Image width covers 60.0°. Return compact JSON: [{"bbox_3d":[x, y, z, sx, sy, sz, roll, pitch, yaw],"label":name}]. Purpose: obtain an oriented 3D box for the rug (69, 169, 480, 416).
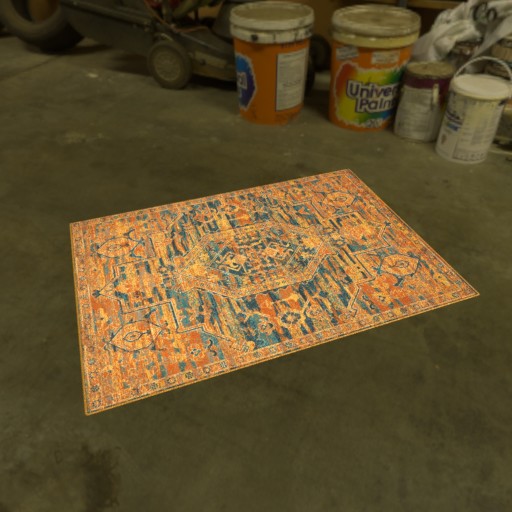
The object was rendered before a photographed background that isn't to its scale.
[{"bbox_3d":[0.000,0.000,3.741,2.916,0.019,2.043,-13,43,-15],"label":"rug"}]
